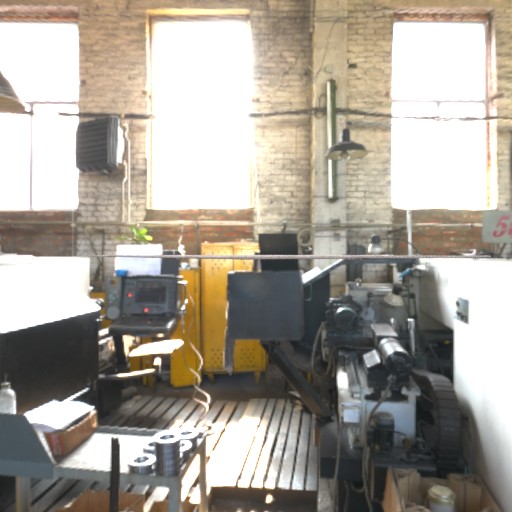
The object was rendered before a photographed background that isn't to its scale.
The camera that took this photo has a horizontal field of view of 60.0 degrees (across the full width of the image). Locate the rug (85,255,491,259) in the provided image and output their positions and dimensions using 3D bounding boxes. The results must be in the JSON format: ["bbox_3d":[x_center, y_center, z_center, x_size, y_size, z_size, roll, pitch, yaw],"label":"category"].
[{"bbox_3d":[0.000,0.000,4.368,2.449,0.019,3.357,0,0,-34],"label":"rug"}]
